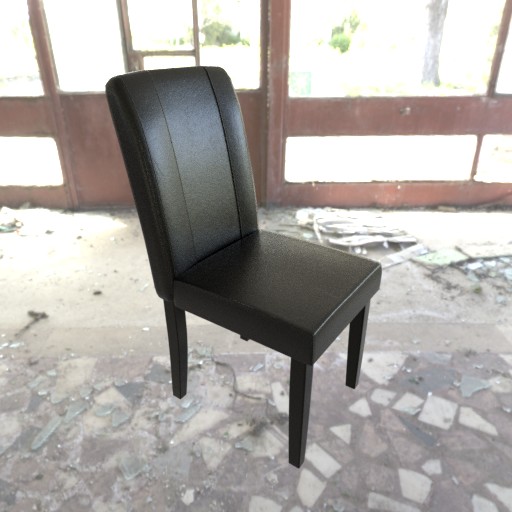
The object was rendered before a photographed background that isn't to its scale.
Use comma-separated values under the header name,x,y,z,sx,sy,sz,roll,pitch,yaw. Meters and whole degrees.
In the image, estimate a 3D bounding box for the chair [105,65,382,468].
name,x,y,z,sx,sy,sz,roll,pitch,yaw
chair,0.000,0.000,1.170,0.556,0.897,0.399,18,32,31
